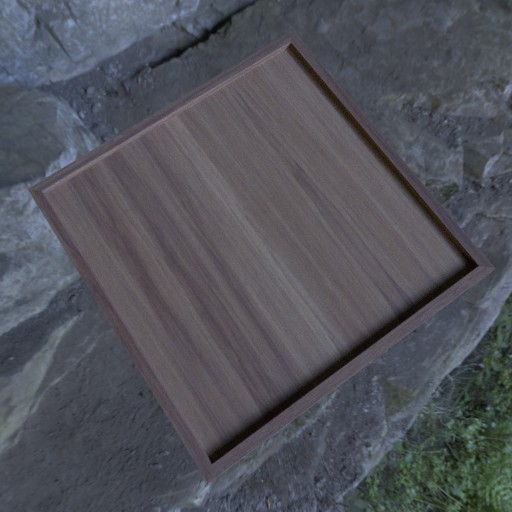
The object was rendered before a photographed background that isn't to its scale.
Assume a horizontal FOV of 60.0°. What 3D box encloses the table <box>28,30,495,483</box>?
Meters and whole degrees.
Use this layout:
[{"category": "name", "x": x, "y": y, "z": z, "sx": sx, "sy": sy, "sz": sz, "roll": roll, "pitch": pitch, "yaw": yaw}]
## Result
[{"category": "table", "x": 0.000, "y": 0.000, "z": 1.116, "sx": 0.676, "sy": 0.464, "sz": 0.679, "roll": -34, "pitch": 78, "yaw": -8}]
